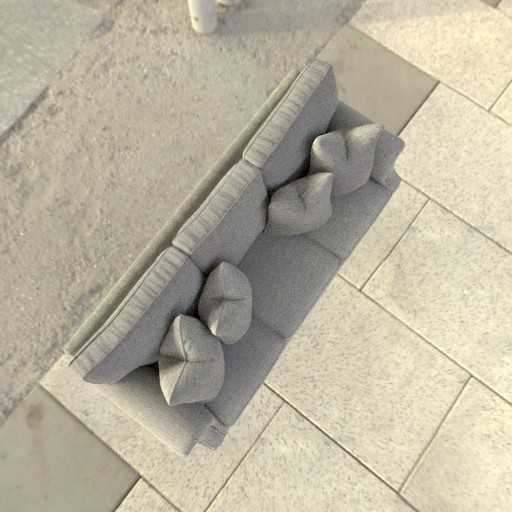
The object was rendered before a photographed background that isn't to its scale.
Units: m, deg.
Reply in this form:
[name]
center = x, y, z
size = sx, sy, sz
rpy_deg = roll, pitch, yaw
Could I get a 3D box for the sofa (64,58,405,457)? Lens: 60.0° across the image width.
[sofa]
center = 0.000, 0.000, 2.740
size = 0.965, 0.975, 2.312
rpy_deg = 35, 78, 9
